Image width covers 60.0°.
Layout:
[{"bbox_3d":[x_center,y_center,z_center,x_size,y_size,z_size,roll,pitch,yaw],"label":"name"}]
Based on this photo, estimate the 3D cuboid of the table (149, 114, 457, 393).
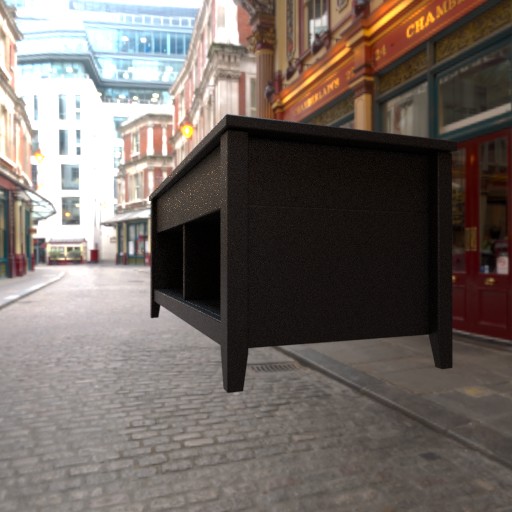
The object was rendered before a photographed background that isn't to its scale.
[{"bbox_3d":[0.000,0.000,1.277,0.483,0.457,1.016,0,0,-21],"label":"table"}]
